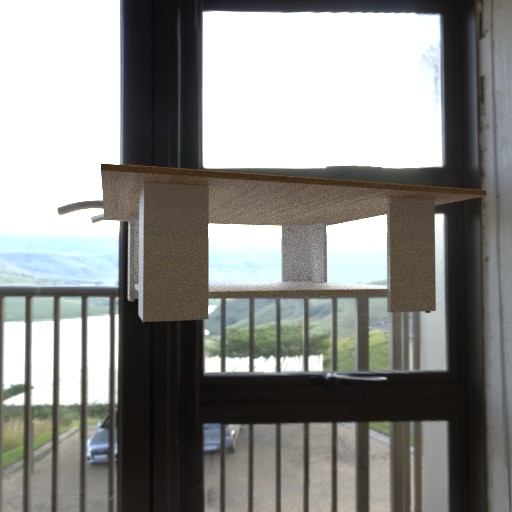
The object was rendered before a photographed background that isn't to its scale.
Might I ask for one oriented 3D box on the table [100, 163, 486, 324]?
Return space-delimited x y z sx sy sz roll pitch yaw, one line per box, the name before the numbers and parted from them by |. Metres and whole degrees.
table | 0.000 0.000 1.359 0.890 0.305 0.890 1 -2 -18
